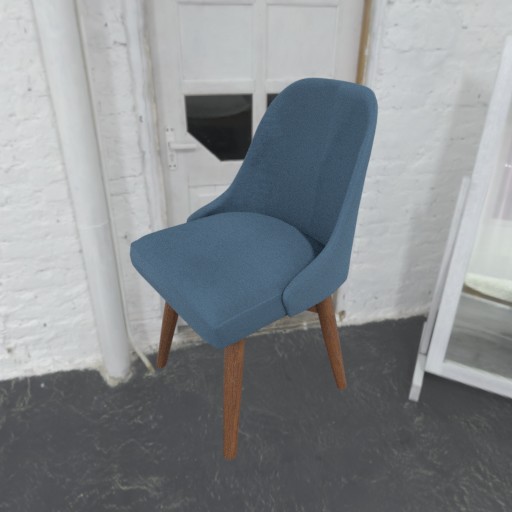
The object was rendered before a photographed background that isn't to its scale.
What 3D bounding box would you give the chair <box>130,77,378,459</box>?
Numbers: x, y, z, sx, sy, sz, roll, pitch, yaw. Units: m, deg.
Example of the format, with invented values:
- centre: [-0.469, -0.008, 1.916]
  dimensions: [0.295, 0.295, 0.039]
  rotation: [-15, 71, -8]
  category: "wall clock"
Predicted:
- centre: [0.000, 0.000, 1.256]
  dimensions: [0.589, 0.882, 0.503]
  rotation: [-20, 36, -30]
  category: "chair"
